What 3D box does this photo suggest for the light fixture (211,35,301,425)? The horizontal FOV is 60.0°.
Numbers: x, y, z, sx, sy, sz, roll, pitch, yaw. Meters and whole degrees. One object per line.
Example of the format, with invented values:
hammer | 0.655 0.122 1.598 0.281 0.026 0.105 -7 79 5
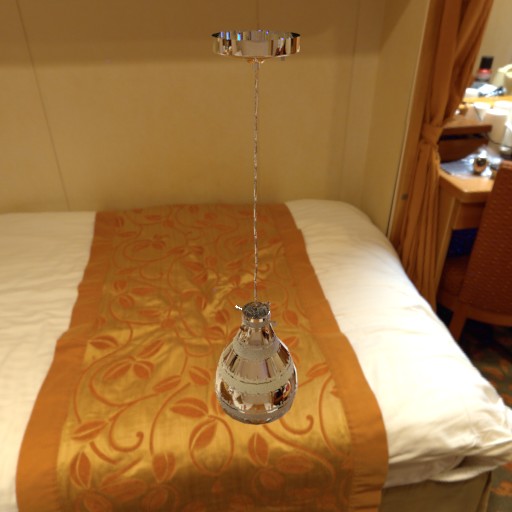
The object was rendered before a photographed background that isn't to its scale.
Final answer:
light fixture | 0.000 0.000 1.624 0.374 1.457 0.374 20 37 28
